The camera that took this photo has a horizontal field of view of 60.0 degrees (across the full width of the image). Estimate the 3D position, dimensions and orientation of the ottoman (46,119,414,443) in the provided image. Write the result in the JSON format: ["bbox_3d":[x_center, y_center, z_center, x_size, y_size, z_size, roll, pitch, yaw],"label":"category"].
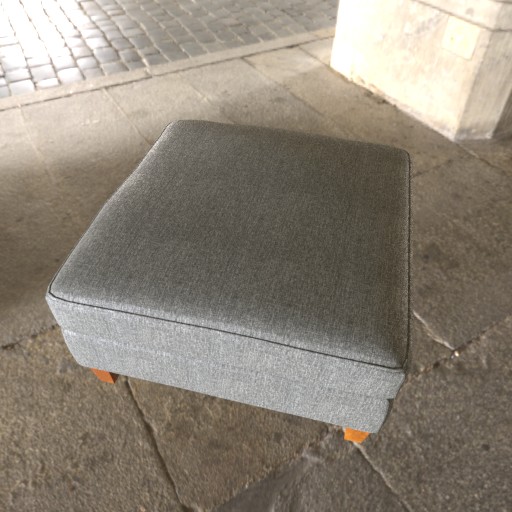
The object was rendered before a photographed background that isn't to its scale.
[{"bbox_3d":[0.000,0.000,1.335,0.838,0.481,0.838,10,47,9],"label":"ottoman"}]
